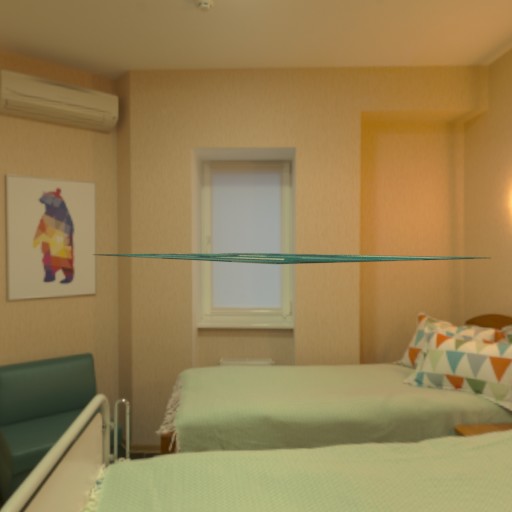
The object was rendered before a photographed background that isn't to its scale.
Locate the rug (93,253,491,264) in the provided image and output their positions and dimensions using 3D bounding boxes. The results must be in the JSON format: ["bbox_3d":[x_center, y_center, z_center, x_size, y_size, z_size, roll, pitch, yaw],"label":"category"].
[{"bbox_3d":[0.000,0.000,3.023,1.528,0.005,2.420,-1,1,-35],"label":"rug"}]
